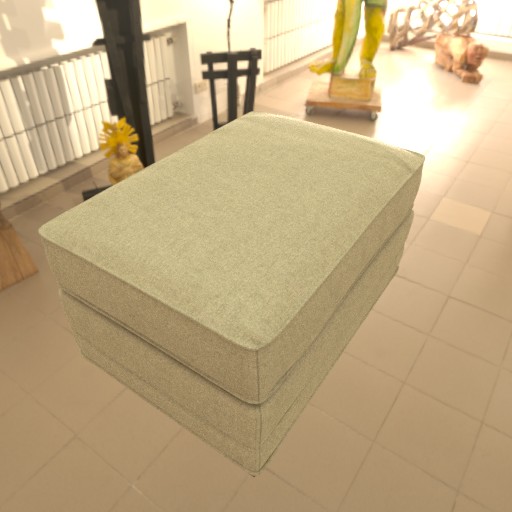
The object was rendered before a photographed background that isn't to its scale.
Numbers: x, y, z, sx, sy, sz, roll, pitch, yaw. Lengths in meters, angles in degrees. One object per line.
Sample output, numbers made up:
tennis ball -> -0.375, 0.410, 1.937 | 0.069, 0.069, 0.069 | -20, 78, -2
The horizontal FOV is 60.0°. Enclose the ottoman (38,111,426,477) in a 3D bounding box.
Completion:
ottoman -> 0.000, 0.000, 1.198 | 0.611, 0.508, 0.848 | 24, 45, 26
